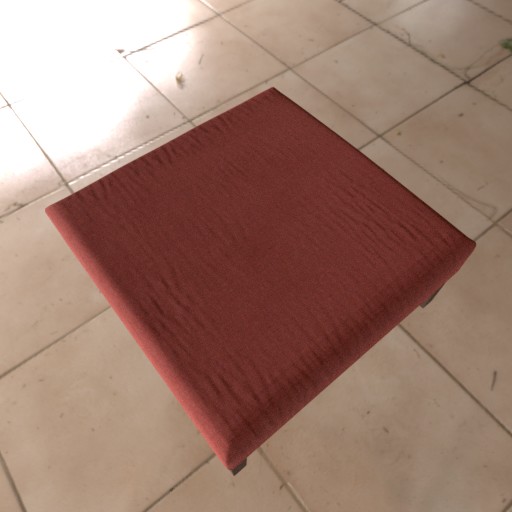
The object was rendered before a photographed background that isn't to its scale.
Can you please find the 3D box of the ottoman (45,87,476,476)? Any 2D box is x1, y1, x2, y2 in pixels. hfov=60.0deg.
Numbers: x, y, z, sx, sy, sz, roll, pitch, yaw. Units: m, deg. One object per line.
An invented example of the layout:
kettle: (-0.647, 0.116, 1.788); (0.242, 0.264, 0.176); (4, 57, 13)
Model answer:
ottoman: (0.000, 0.000, 1.405); (0.889, 0.411, 0.890); (-35, 64, -19)
